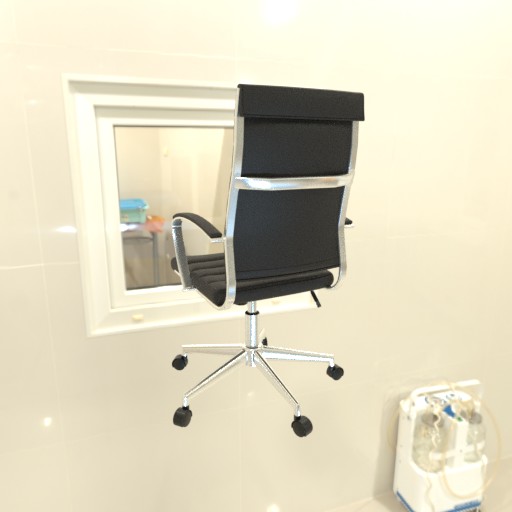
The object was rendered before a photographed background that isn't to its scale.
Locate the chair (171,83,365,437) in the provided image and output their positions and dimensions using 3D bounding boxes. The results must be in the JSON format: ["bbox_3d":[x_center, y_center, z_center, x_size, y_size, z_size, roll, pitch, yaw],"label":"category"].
[{"bbox_3d":[0.000,0.000,1.706,0.766,1.149,0.739,-7,15,-27],"label":"chair"}]
